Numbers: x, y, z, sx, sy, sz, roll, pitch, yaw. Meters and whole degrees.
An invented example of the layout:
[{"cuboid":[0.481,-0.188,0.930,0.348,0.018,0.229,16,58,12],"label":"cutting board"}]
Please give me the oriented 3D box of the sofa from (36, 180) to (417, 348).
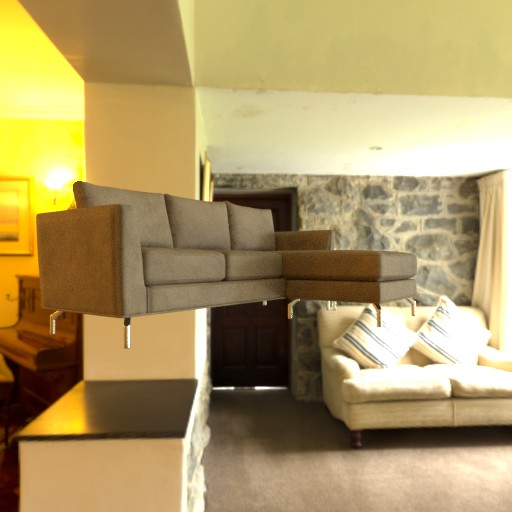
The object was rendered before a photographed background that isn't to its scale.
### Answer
[{"cuboid":[0.000,0.000,3.245,1.622,0.987,2.438,0,-1,36],"label":"sofa"}]
